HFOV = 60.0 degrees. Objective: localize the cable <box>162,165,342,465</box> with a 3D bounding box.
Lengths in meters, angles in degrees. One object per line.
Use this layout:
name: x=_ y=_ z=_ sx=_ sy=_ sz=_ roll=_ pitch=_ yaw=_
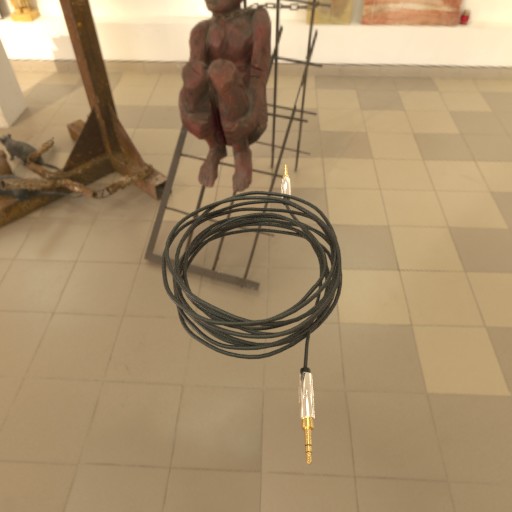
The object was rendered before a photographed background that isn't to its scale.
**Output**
cable: x=0.000 y=0.000 z=0.505 sx=0.198 sy=0.069 sz=0.432 roll=2 pitch=46 yaw=2
